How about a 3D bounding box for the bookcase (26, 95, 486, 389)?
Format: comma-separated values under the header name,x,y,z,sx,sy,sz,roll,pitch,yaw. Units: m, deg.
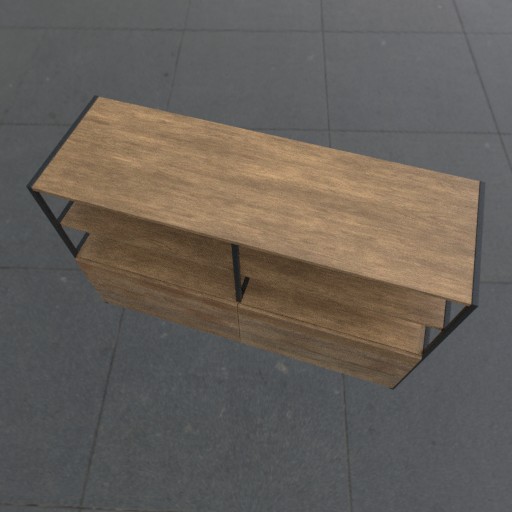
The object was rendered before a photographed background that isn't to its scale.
name,x,y,z,sx,sy,sz,roll,pitch,yaw
bookcase,0.000,0.000,1.466,1.149,0.712,0.391,15,60,9
